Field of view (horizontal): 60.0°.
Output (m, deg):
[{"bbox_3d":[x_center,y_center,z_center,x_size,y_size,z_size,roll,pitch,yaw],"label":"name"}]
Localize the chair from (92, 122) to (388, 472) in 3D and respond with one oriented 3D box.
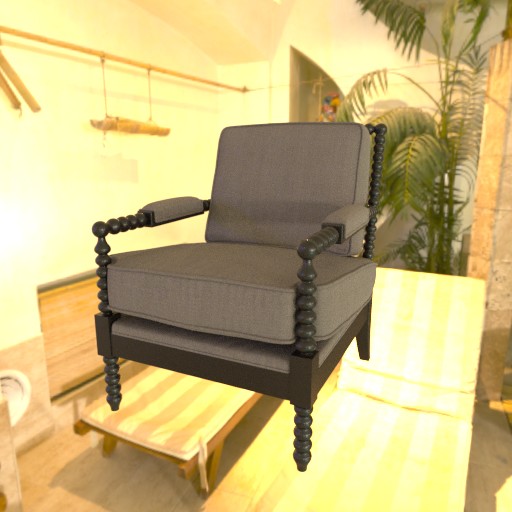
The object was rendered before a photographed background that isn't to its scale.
[{"bbox_3d":[0.000,0.000,1.100,0.540,0.661,0.622,6,14,25],"label":"chair"}]
